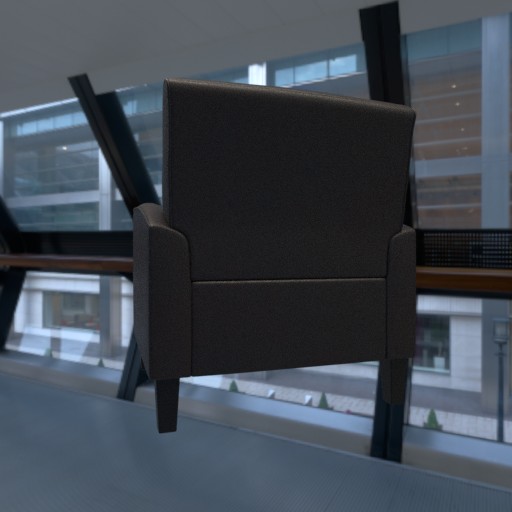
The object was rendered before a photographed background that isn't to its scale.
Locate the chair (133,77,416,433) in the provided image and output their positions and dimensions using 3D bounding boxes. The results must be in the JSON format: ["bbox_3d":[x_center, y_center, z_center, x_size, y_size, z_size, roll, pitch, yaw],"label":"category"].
[{"bbox_3d":[0.000,0.000,1.579,0.820,0.916,0.819,0,0,-18],"label":"chair"}]
